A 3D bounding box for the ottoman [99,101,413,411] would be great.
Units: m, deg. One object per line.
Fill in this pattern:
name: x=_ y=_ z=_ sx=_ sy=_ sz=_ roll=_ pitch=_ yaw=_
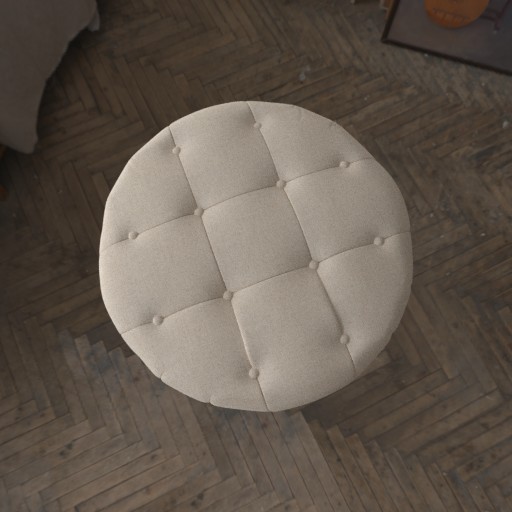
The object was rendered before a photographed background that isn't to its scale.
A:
ottoman: x=0.000 y=0.000 z=1.449 sx=0.940 sy=0.483 sz=0.940 roll=0 pitch=76 yaw=0
